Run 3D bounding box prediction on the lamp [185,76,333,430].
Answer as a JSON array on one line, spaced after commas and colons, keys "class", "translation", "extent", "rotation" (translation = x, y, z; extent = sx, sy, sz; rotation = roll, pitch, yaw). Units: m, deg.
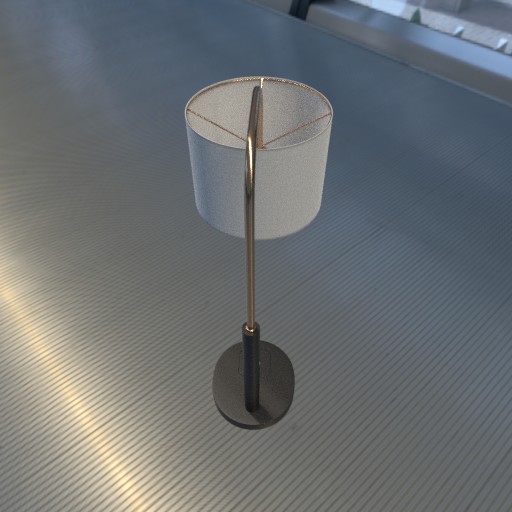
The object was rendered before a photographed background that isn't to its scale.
[{"class": "lamp", "translation": [0.000, 0.000, 0.709], "extent": [0.199, 0.540, 0.337], "rotation": [2, 46, 2]}]
